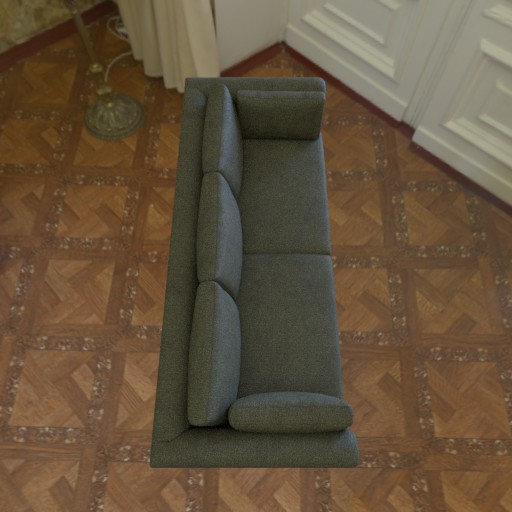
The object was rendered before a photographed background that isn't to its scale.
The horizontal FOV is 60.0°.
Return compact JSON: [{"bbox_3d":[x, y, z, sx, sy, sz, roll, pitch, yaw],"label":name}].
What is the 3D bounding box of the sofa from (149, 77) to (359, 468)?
[{"bbox_3d":[0.000,0.000,2.800,0.969,0.867,2.415,0,65,0],"label":"sofa"}]
